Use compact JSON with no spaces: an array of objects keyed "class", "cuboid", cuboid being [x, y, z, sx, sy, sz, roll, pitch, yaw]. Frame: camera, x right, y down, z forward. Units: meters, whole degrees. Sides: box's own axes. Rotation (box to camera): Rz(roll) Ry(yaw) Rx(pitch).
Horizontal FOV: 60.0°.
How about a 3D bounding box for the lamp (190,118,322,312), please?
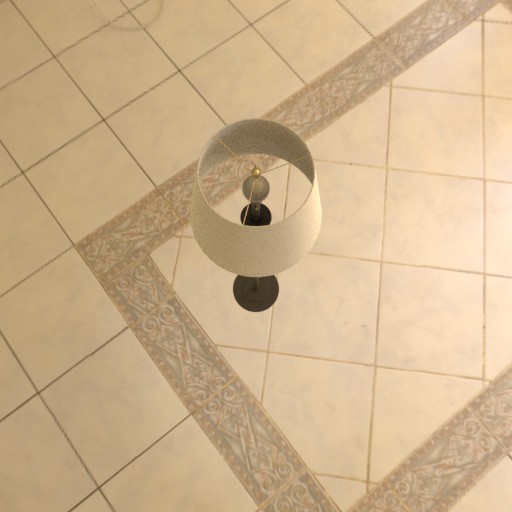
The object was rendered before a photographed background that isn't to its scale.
[{"class":"lamp","cuboid":[0.000,0.000,1.637,0.348,1.473,0.348,42,80,9]}]
